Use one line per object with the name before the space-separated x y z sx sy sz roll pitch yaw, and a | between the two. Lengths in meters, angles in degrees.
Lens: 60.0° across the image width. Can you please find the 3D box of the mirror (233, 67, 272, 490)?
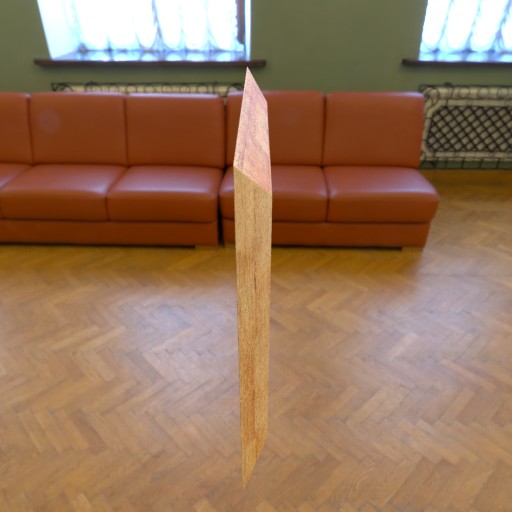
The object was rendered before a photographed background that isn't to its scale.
mirror | 0.000 0.000 0.949 0.047 0.651 0.651 0 32 0
